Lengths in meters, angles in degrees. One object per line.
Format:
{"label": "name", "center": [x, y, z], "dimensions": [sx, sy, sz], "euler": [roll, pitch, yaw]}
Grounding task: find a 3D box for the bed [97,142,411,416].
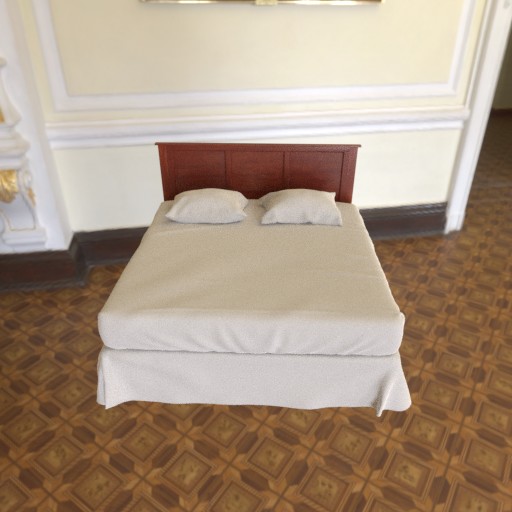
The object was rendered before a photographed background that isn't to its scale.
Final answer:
{"label": "bed", "center": [0.000, 0.000, 3.683], "dimensions": [2.314, 1.271, 2.219], "euler": [1, 30, 2]}
